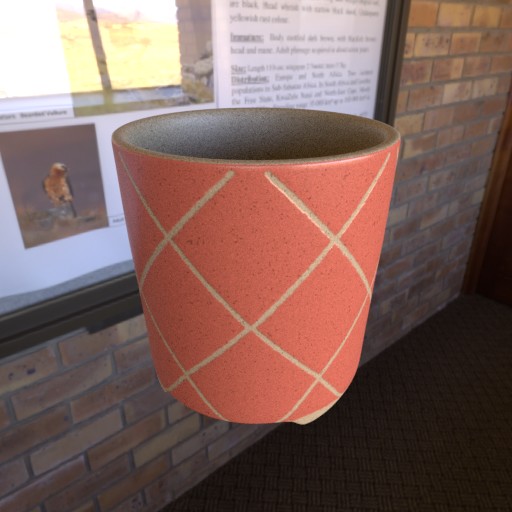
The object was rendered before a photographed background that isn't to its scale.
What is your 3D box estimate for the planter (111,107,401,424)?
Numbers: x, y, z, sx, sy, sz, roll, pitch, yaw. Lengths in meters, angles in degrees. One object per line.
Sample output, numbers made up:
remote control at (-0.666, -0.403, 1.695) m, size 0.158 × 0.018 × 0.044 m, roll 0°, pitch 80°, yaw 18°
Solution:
planter at (0.000, 0.000, 0.413) m, size 0.227 × 0.235 × 0.227 m, roll 0°, pitch 26°, yaw 0°
